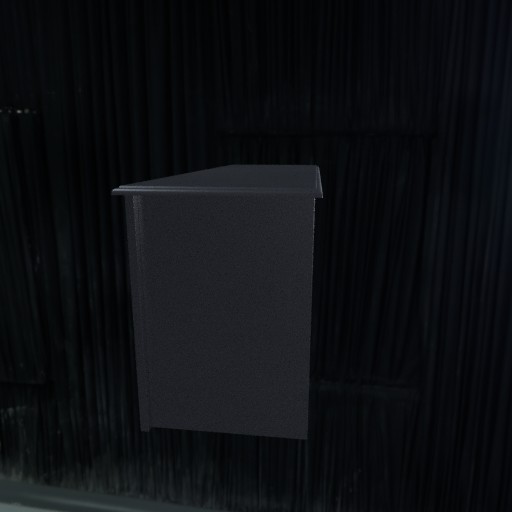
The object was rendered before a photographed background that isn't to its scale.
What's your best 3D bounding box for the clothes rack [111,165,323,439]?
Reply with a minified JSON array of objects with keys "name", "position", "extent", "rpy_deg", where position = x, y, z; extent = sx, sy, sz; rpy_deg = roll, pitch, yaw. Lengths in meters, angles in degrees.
[{"name":"clothes rack","position":[0.000,0.000,1.484],"extent":[0.406,0.556,1.219],"rpy_deg":[2,14,7]}]
